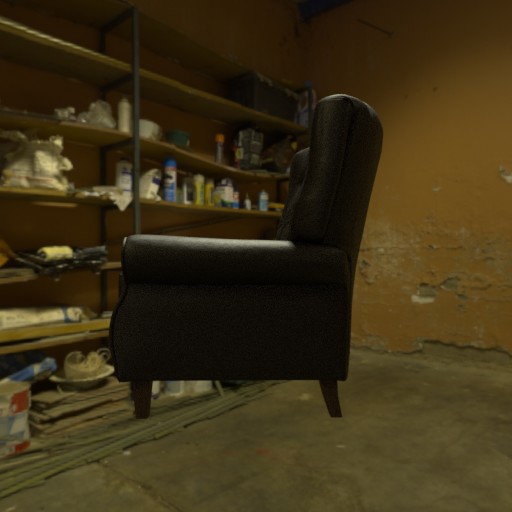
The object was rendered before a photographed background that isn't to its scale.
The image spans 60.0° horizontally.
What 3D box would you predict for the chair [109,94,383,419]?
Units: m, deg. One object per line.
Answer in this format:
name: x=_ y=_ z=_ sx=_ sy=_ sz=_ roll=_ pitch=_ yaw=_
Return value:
chair: x=0.000 y=0.000 z=1.917 sx=1.058 sy=1.158 sz=0.948 roll=0 pitch=0 yaw=-1
